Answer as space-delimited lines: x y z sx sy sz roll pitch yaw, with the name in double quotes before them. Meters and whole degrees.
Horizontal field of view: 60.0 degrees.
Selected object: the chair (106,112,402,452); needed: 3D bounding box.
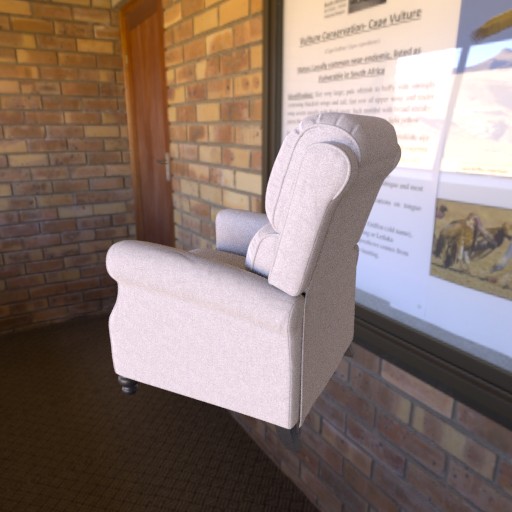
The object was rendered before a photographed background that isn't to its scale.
"chair" 0.000 0.000 1.733 0.919 1.046 0.859 8 18 25
